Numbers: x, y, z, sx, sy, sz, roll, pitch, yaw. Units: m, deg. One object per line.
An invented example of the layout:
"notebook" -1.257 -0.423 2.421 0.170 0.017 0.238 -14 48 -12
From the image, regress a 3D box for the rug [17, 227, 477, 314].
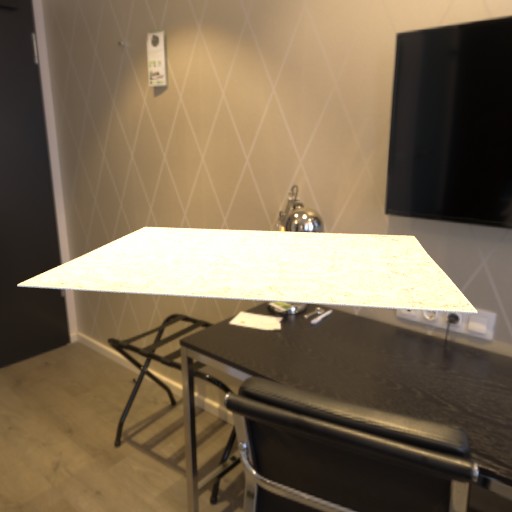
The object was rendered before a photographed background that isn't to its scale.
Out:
"rug" 0.000 0.000 2.839 2.202 0.014 1.598 2 15 9
